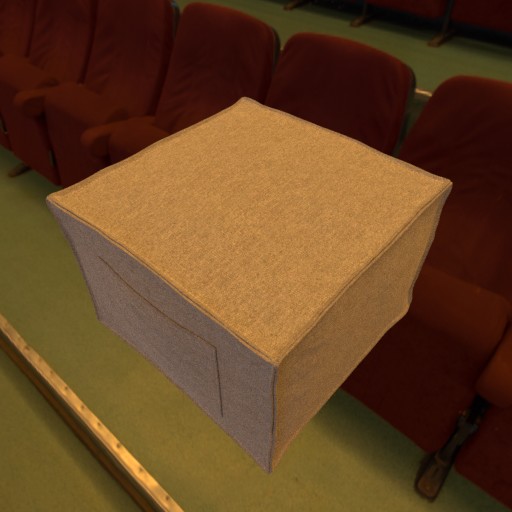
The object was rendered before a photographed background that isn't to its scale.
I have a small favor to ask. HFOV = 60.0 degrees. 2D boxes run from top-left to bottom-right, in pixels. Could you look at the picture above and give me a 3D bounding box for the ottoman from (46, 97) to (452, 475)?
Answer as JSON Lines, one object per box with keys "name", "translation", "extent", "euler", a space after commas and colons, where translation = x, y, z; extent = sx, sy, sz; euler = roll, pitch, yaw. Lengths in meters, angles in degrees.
{"name": "ottoman", "translation": [0.000, 0.000, 1.169], "extent": [0.707, 0.470, 0.696], "euler": [31, 52, 28]}
